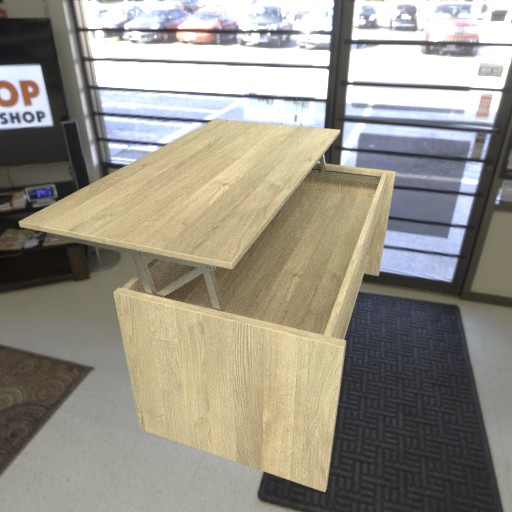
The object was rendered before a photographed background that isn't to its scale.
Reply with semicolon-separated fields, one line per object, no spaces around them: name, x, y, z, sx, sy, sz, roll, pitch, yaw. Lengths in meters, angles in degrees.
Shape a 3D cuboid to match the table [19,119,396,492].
table;0.000;0.000;1.387;0.712;0.570;1.000;11;32;18
